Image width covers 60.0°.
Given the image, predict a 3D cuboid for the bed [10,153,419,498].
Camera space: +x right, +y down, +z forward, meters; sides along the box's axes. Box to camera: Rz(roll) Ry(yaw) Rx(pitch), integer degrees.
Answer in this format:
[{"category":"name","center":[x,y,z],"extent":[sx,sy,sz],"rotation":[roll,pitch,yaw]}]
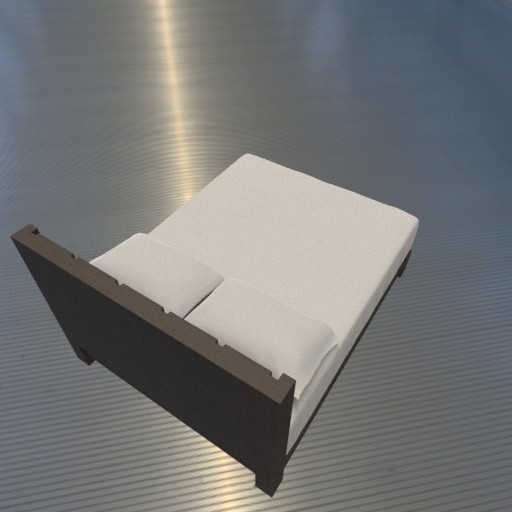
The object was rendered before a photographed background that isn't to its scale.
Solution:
[{"category":"bed","center":[0.000,0.000,3.186],"extent":[1.727,1.270,2.242],"rotation":[26,52,22]}]
